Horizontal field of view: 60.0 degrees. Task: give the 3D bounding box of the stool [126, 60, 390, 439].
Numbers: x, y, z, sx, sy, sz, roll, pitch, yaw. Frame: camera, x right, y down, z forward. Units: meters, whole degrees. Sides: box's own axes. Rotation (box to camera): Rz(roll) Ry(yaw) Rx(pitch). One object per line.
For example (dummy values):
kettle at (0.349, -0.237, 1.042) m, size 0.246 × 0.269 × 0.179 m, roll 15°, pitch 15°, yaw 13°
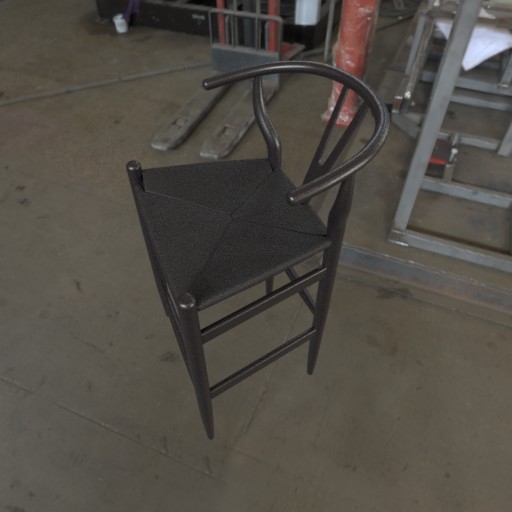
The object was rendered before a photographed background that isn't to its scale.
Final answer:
stool at (0.000, 0.000, 1.327) m, size 0.579 × 0.970 × 0.569 m, roll -17°, pitch 49°, yaw -15°
